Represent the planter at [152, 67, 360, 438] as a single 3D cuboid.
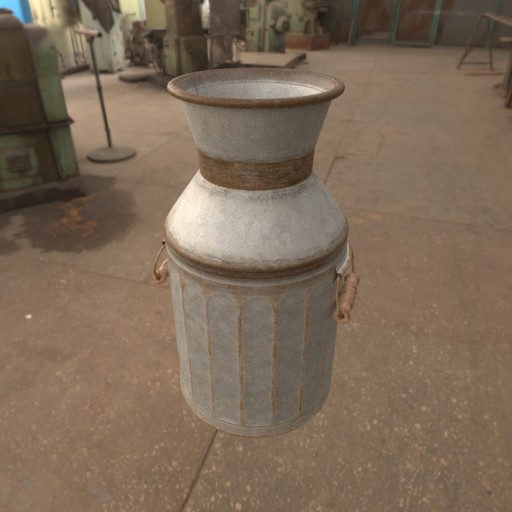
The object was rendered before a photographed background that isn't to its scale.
[{"bbox_3d":[0.000,0.000,0.531,0.245,0.396,0.214,10,33,16],"label":"planter"}]
